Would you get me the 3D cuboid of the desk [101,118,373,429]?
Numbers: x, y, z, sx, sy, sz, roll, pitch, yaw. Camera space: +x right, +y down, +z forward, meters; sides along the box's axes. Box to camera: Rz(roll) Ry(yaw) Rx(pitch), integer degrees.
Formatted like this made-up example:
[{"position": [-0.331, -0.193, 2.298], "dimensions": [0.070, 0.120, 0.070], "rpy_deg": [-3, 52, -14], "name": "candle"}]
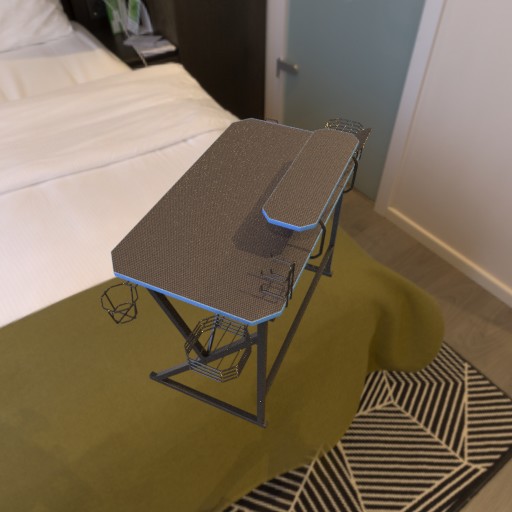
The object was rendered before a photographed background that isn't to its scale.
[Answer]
[{"position": [0.000, 0.000, 1.743], "dimensions": [0.594, 0.909, 1.295], "rpy_deg": [18, 48, 16], "name": "desk"}]
